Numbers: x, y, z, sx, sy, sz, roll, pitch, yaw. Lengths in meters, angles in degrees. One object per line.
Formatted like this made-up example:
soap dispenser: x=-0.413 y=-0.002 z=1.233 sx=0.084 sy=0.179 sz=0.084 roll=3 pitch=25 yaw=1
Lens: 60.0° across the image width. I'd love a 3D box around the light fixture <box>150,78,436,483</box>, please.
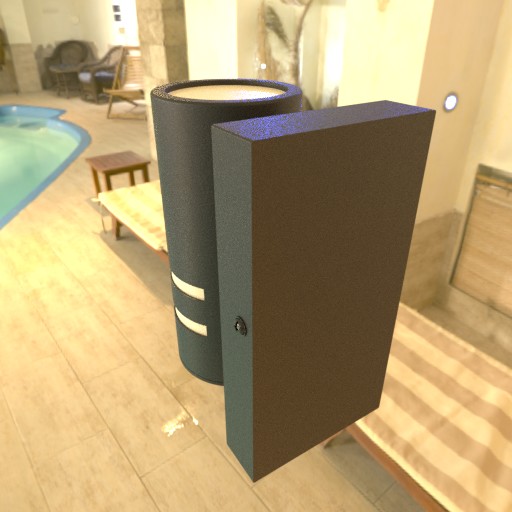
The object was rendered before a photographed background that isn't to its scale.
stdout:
light fixture: x=0.000 y=0.000 z=0.259 sx=0.098 sy=0.179 sz=0.138 roll=-18 pitch=34 yaw=-28
